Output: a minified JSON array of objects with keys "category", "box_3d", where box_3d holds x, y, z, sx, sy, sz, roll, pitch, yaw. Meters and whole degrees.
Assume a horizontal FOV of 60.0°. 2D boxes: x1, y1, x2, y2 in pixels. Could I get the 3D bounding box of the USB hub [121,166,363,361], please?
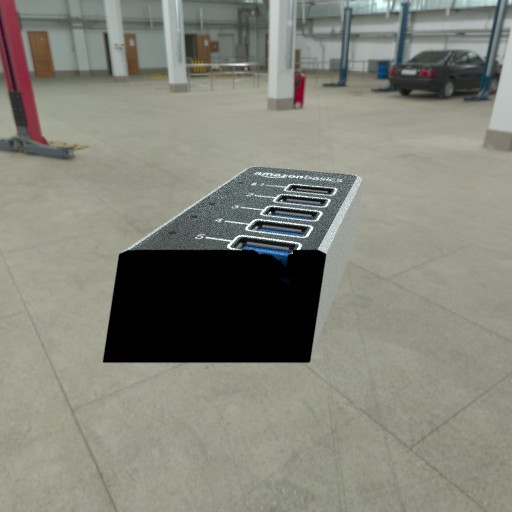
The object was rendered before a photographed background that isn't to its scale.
[{"category":"USB hub","box_3d":[0.000,0.000,0.124,0.044,0.023,0.110,9,27,17]}]
